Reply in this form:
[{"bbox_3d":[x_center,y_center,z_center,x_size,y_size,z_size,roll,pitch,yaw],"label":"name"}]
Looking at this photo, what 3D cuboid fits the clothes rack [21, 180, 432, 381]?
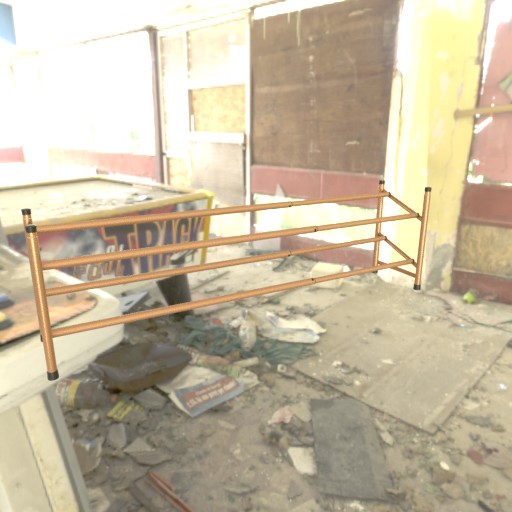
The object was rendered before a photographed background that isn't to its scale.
[{"bbox_3d":[0.000,0.000,1.289,1.168,0.349,0.229,-9,19,-27],"label":"clothes rack"}]
